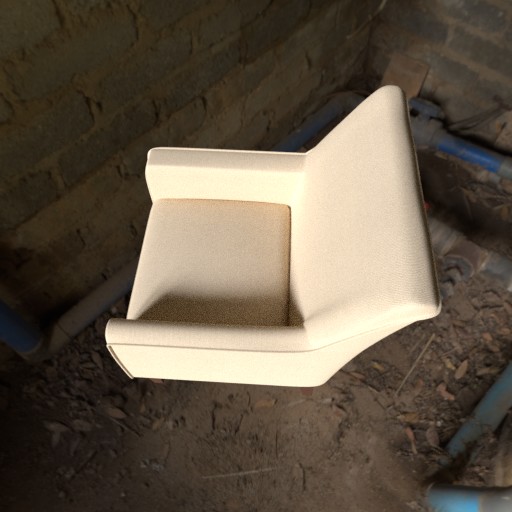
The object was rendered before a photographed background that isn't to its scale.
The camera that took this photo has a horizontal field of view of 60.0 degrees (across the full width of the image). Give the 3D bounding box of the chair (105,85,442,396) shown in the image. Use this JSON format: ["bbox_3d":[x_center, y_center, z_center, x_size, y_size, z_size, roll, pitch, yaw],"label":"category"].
[{"bbox_3d":[0.000,0.000,1.577,0.899,0.919,0.780,3,59,2],"label":"chair"}]
